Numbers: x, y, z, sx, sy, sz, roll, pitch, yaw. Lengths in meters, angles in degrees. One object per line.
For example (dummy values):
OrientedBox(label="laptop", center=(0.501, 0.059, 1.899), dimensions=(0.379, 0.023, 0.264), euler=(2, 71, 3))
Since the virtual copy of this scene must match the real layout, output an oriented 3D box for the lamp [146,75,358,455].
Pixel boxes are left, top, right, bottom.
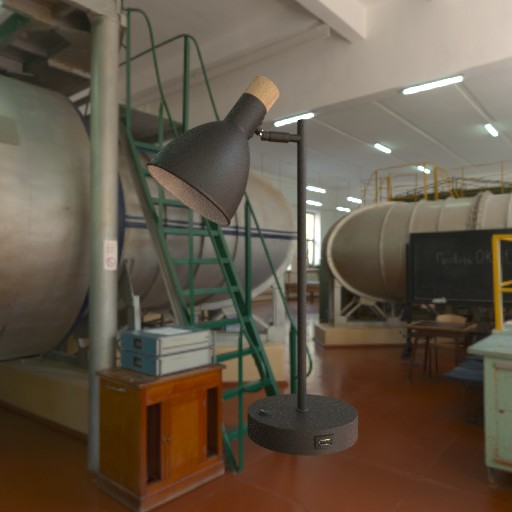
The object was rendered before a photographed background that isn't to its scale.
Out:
OrientedBox(label="lamp", center=(0.000, 0.000, 0.593), dimensions=(0.287, 0.483, 0.152), euler=(0, -1, -16))
